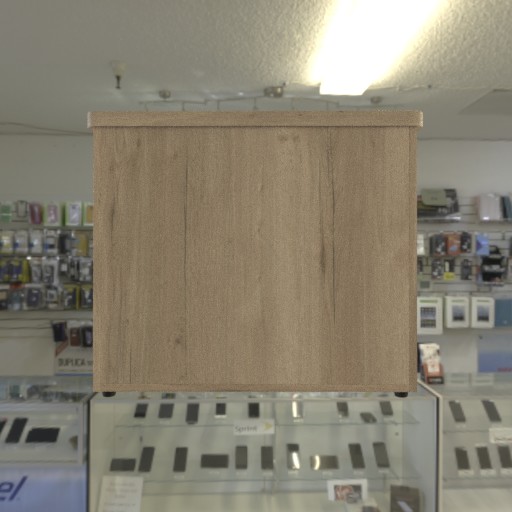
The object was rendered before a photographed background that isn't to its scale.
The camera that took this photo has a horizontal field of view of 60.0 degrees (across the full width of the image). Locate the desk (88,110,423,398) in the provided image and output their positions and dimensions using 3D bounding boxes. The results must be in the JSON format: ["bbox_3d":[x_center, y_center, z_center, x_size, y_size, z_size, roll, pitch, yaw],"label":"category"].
[{"bbox_3d":[0.000,0.000,1.749,0.900,0.760,1.169,0,0,0],"label":"desk"}]
